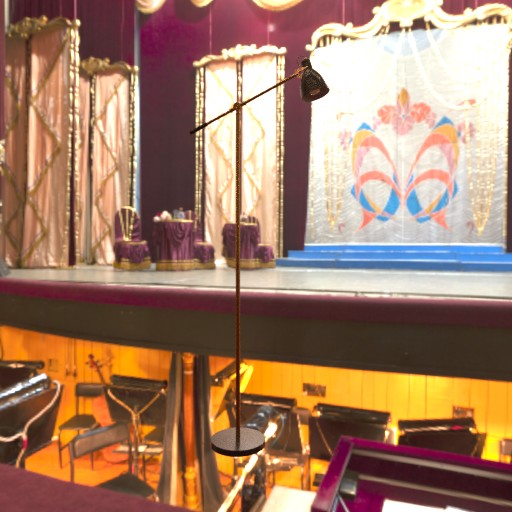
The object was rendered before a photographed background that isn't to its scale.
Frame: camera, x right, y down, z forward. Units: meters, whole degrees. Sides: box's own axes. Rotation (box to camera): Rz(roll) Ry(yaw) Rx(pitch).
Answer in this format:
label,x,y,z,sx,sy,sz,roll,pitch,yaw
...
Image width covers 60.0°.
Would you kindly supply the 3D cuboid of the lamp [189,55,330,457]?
label,x,y,z,sx,sy,sz,roll,pitch,yaw
lamp,0.000,0.000,1.873,0.618,1.628,0.235,0,1,19
